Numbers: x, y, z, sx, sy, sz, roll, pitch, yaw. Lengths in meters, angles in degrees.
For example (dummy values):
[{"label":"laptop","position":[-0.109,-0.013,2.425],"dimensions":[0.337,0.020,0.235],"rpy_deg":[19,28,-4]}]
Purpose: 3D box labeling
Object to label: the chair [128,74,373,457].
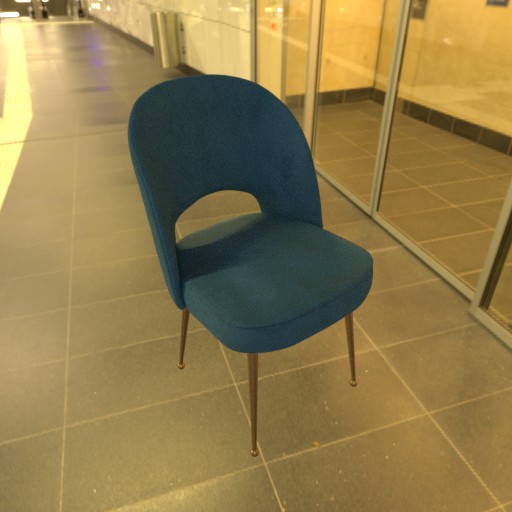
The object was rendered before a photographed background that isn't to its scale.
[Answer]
[{"label":"chair","position":[0.000,0.000,1.229],"dimensions":[0.527,0.860,0.577],"rpy_deg":[-22,39,-31]}]
